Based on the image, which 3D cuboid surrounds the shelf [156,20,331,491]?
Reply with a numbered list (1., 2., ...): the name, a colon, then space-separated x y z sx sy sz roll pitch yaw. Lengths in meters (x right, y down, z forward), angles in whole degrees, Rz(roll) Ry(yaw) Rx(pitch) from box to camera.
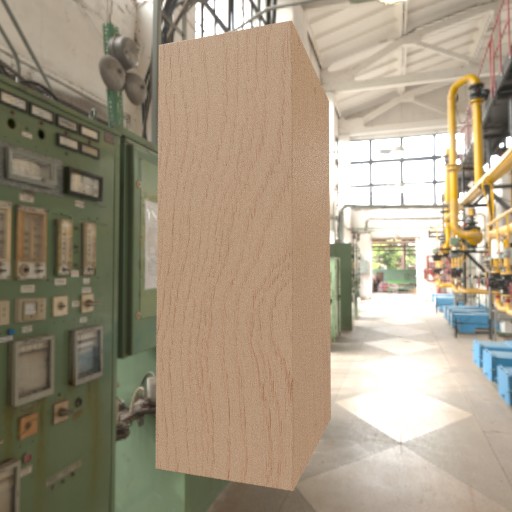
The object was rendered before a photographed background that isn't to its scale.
1. shelf: 0.000 0.000 0.733 0.200 0.600 0.290 -1 -2 19
